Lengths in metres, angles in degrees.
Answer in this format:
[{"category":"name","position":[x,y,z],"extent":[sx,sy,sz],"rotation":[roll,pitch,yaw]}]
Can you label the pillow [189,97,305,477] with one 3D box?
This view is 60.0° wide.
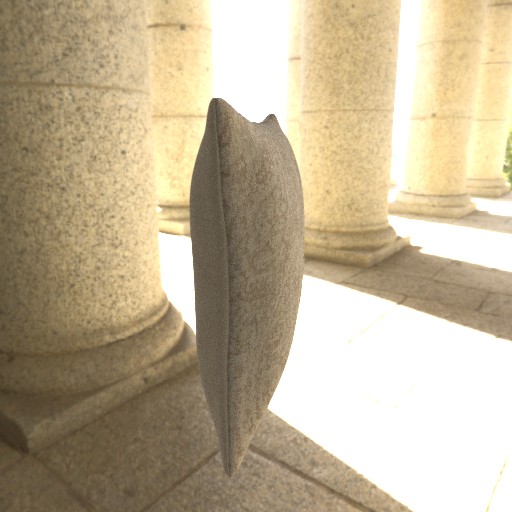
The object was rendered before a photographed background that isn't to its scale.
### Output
[{"category":"pillow","position":[0.000,0.000,0.800],"extent":[0.166,0.510,0.523],"rotation":[3,16,9]}]
